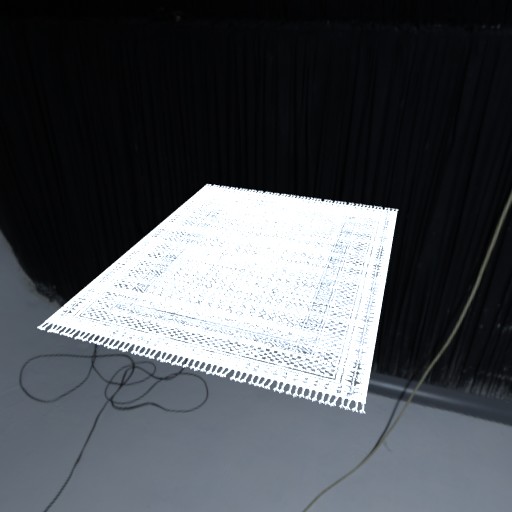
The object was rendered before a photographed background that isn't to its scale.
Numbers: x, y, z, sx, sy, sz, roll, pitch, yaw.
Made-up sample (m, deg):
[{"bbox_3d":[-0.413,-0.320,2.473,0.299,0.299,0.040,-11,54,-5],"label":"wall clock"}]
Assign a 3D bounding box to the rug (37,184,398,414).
[{"bbox_3d":[0.000,0.000,4.013,2.312,0.013,2.940,10,32,16],"label":"rug"}]
